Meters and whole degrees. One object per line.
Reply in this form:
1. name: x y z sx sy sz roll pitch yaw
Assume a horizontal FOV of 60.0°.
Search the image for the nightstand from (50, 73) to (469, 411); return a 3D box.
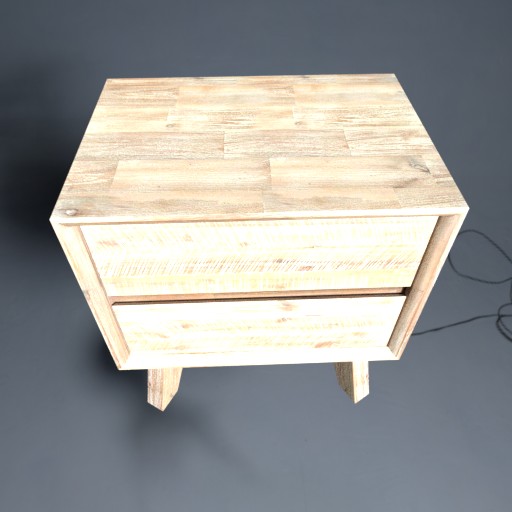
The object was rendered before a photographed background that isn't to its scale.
1. nightstand: 0.000 0.000 0.931 0.552 0.589 0.396 -2 47 -2
